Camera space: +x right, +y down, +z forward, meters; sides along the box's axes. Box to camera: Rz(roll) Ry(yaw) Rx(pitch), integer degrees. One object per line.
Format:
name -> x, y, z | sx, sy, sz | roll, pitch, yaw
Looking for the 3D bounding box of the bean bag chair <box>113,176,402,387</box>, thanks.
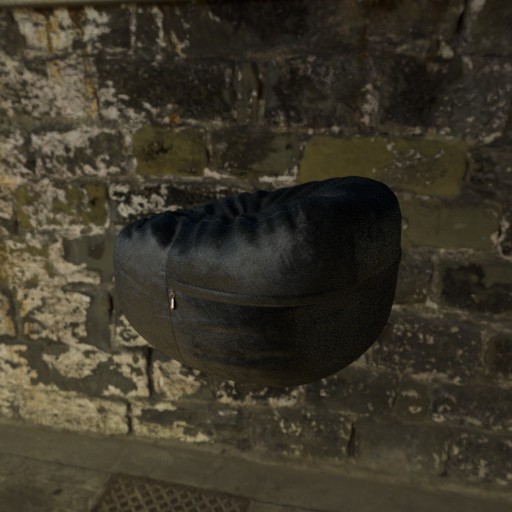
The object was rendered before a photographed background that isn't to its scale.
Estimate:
bean bag chair -> 0.000, 0.000, 2.451 | 1.524, 0.878, 1.524 | 8, 19, 25
